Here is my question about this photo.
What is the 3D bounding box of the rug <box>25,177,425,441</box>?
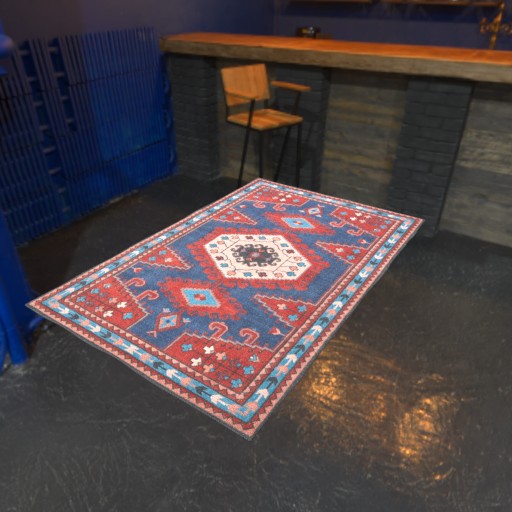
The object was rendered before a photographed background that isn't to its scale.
[{"bbox_3d":[0.000,0.000,2.283,1.207,0.012,1.820,20,36,29],"label":"rug"}]
